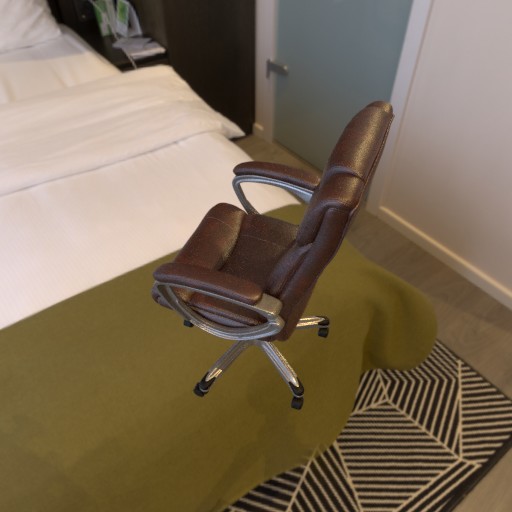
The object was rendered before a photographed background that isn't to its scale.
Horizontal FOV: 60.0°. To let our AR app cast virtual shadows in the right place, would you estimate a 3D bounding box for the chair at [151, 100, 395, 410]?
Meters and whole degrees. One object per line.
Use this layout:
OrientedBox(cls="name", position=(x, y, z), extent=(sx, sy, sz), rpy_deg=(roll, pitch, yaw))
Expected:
OrientedBox(cls="chair", position=(0.000, 0.000, 1.590), extent=(0.692, 1.128, 0.656), rpy_deg=(17, 48, 16))
